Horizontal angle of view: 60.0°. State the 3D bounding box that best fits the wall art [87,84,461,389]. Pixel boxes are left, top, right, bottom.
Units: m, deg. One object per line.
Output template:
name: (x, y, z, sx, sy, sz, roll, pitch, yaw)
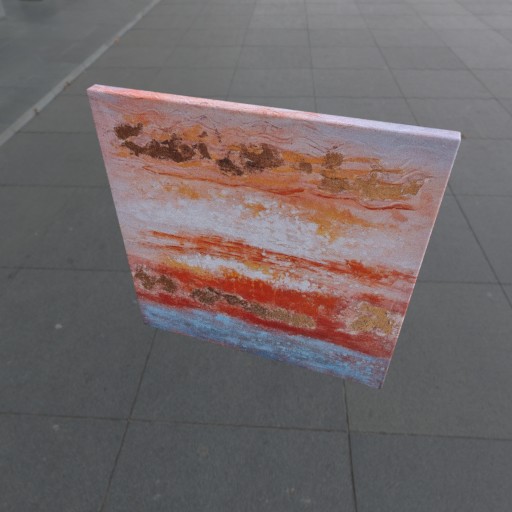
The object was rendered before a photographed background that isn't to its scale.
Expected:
wall art: (0.000, 0.000, 1.096, 0.747, 0.747, 0.035, 12, 42, 14)
